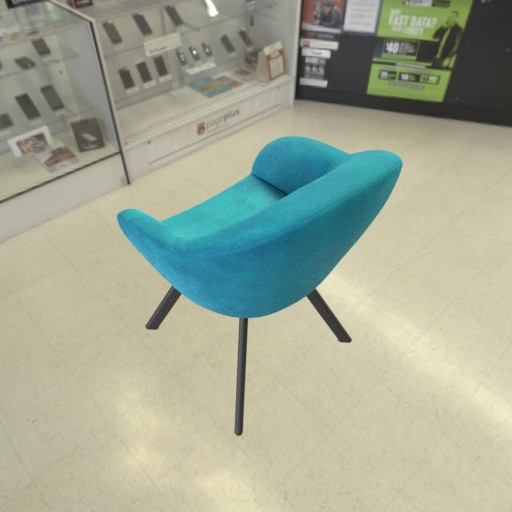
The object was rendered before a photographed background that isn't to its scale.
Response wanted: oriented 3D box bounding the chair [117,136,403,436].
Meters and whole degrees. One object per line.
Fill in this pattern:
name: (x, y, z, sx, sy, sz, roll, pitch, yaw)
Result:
chair: (0.000, 0.000, 1.176, 0.550, 0.795, 0.590, -32, 53, -28)
